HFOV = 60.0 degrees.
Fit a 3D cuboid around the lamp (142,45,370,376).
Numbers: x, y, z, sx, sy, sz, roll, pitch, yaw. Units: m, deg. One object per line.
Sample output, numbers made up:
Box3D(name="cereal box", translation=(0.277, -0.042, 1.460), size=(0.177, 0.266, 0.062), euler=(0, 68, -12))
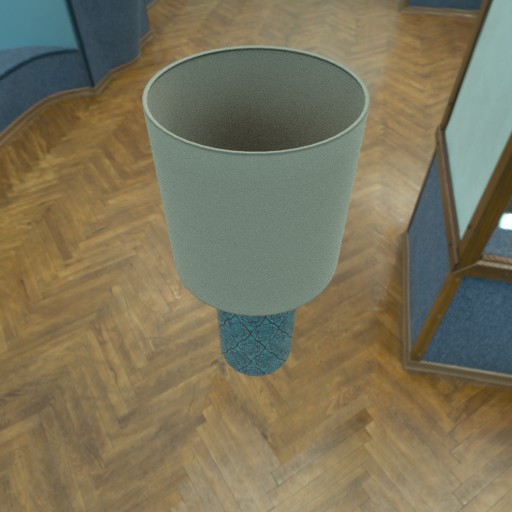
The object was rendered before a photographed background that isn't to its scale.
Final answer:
Box3D(name="lamp", translation=(0.000, 0.000, 0.765), size=(0.278, 0.597, 0.278), euler=(11, 47, 10))
